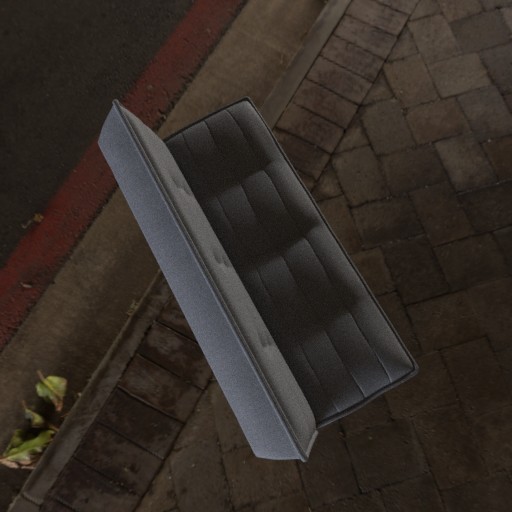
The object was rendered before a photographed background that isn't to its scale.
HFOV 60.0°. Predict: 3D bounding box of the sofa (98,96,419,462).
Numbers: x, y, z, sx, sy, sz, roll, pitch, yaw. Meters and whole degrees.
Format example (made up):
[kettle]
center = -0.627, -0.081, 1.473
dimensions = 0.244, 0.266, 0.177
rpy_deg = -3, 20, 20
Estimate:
[sofa]
center = 0.000, 0.000, 2.483
dimensions = 0.950, 0.890, 1.940
rpy_deg = -28, 76, -7
